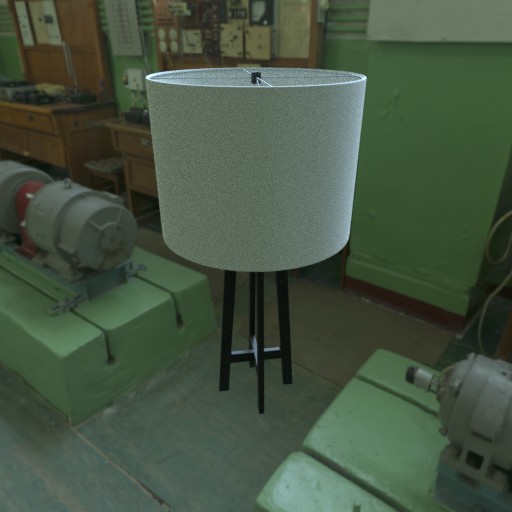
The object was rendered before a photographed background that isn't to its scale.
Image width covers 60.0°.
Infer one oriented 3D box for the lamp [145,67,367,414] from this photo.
[{"bbox_3d":[0.000,0.000,0.636,0.257,0.489,0.257,18,32,32],"label":"lamp"}]
